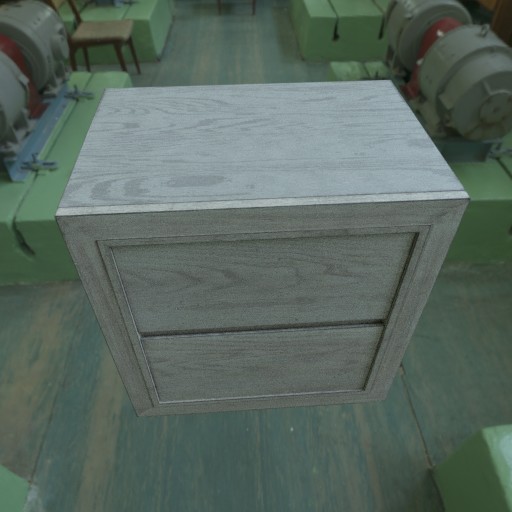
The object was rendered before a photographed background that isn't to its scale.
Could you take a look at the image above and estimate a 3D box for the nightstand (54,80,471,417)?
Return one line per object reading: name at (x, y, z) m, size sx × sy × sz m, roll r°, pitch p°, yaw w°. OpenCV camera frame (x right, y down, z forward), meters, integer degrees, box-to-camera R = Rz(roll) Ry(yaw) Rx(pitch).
nightstand at (0.000, 0.000, 1.051) m, size 0.612 × 0.673 × 0.483 m, roll -3°, pitch 45°, yaw -3°
